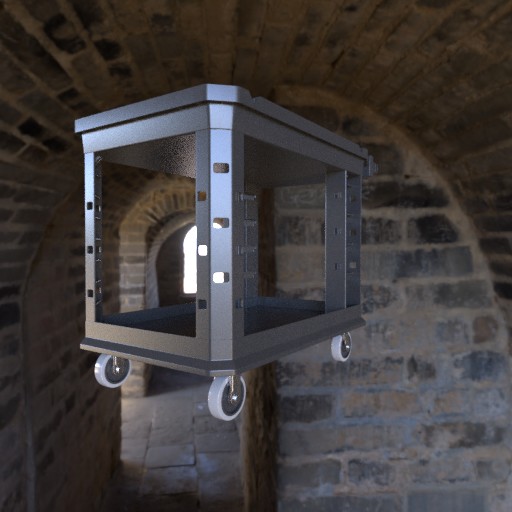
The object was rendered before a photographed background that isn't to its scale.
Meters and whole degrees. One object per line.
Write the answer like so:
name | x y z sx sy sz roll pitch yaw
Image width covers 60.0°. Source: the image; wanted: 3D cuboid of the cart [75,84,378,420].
cart | 0.000 0.000 1.776 0.674 0.884 1.239 1 1 35
